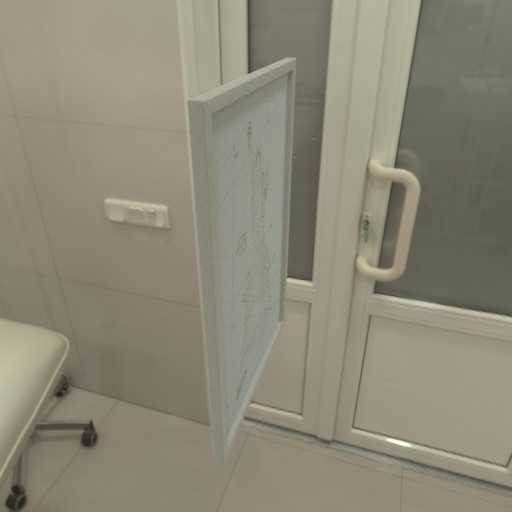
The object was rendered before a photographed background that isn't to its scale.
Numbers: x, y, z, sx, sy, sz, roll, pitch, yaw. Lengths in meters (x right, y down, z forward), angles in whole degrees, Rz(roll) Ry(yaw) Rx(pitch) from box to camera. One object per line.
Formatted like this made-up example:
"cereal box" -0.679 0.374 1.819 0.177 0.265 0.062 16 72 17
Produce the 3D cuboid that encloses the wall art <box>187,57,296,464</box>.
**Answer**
"wall art" 0.000 0.000 1.538 0.038 1.183 0.808 9 31 16
